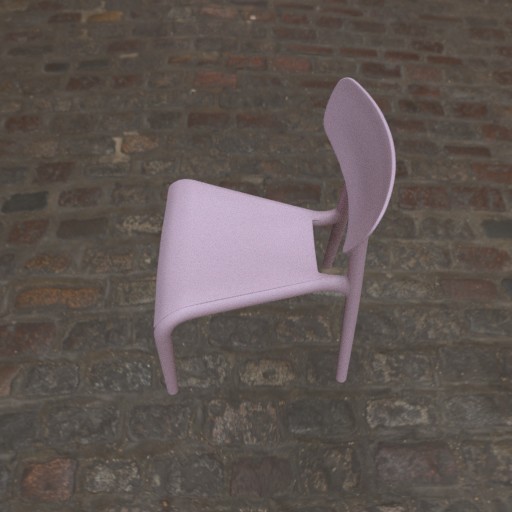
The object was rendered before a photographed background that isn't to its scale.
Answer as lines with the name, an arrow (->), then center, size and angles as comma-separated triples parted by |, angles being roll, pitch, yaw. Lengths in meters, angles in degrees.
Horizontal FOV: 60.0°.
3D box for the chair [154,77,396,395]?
chair -> 0.000, 0.000, 0.835 | 0.401, 0.580, 0.356 | -1, 58, -1
